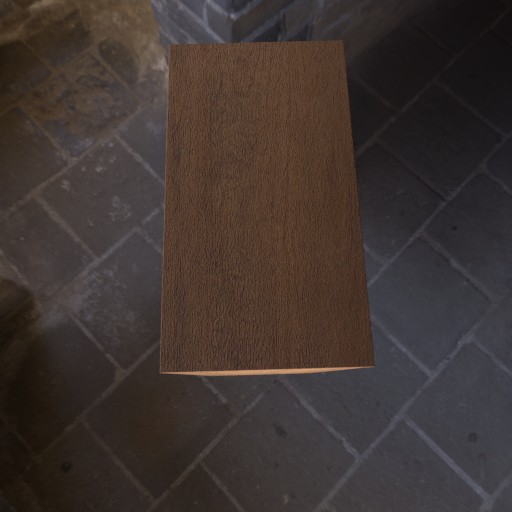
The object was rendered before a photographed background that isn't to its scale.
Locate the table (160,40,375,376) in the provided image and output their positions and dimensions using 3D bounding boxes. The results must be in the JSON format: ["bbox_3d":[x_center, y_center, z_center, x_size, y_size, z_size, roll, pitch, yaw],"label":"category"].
[{"bbox_3d":[0.000,0.000,1.762,0.524,1.294,0.901,-2,75,0],"label":"table"}]
